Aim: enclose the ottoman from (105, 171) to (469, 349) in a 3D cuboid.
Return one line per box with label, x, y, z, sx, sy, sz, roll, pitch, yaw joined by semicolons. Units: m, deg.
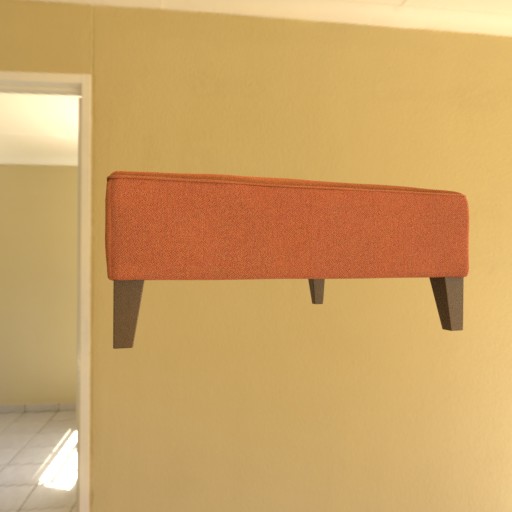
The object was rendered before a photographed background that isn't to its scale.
ottoman;0.000;0.000;1.574;0.997;0.438;0.999;0;-1;-17
